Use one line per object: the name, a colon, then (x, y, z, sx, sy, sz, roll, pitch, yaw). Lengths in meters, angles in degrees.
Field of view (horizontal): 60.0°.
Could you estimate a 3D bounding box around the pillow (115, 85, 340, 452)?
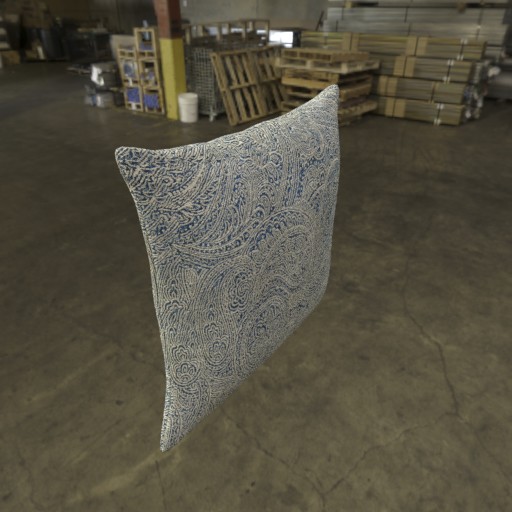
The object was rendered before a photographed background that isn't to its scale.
pillow: (0.000, 0.000, 0.782, 0.166, 0.510, 0.523, 20, 36, 30)
